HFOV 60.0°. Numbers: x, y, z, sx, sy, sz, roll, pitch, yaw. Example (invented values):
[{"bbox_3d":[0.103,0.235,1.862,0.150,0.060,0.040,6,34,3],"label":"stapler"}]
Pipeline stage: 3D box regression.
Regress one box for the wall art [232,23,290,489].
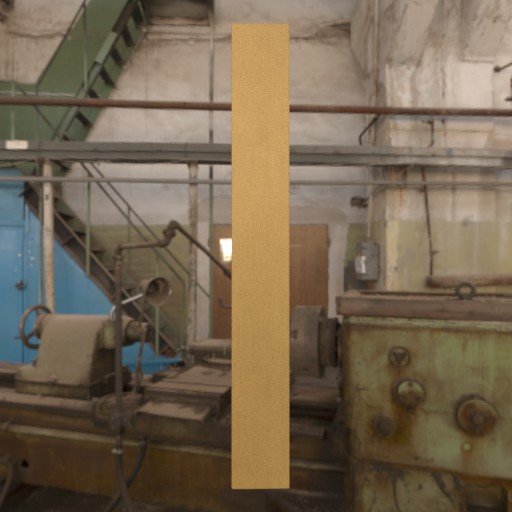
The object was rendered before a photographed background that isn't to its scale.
[{"bbox_3d":[0.000,0.000,0.442,0.038,0.305,0.305,0,0,-1],"label":"wall art"}]
